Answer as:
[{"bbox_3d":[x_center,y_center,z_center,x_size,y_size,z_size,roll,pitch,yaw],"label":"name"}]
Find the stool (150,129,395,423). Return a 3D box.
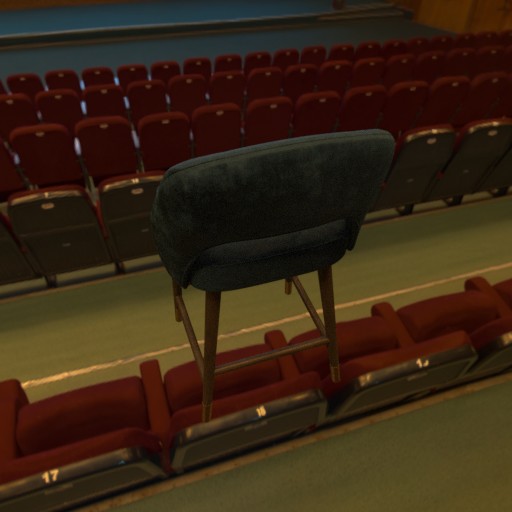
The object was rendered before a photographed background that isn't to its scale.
[{"bbox_3d":[0.000,0.000,1.242,0.536,0.925,0.524,-13,42,-14],"label":"stool"}]
